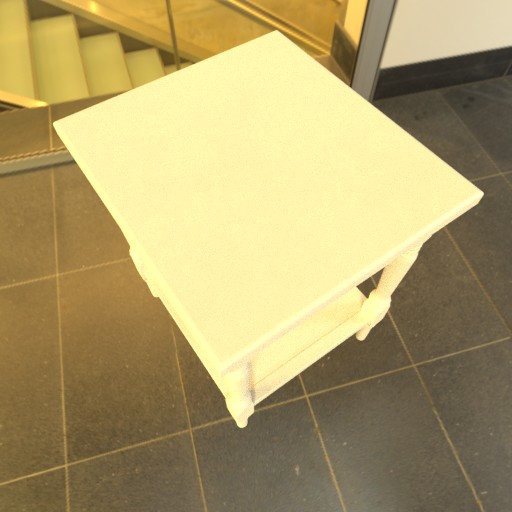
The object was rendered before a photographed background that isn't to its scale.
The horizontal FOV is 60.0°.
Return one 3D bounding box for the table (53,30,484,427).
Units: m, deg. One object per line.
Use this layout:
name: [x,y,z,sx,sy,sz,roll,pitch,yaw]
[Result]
table: [0.000,0.000,0.896,0.442,0.565,0.488,-31,63,-18]
